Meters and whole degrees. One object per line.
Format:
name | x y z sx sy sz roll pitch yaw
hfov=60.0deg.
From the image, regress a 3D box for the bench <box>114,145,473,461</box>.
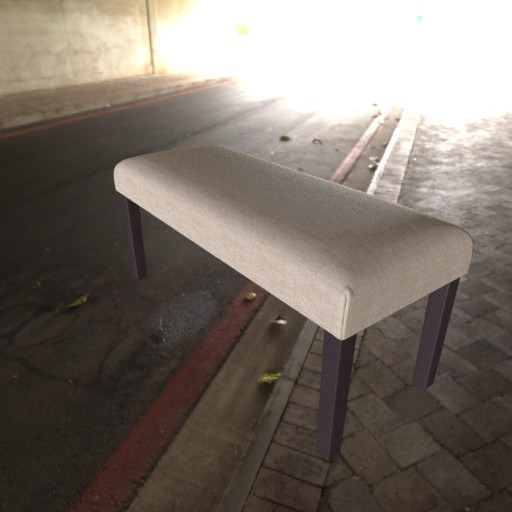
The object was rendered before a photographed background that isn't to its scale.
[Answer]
bench | 0.000 0.000 1.265 0.407 0.456 1.013 -19 32 -33
